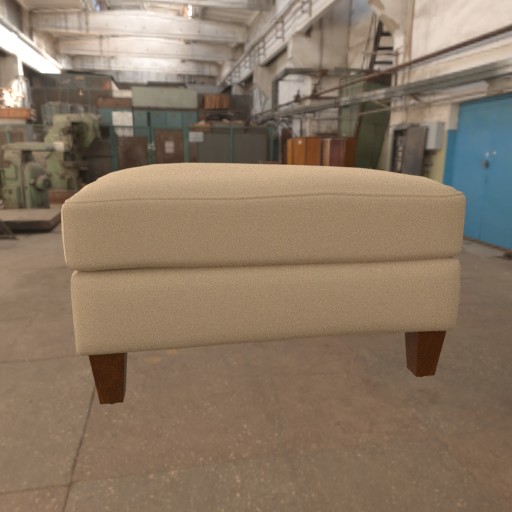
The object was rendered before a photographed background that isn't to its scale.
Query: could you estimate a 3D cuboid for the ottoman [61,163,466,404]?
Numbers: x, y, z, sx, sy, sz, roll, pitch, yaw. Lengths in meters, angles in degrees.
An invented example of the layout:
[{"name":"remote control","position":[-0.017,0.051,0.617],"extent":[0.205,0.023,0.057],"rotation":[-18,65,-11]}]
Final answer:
[{"name":"ottoman","position":[0.000,0.000,1.176],"extent":[0.818,0.485,0.634],"rotation":[-2,14,-9]}]
